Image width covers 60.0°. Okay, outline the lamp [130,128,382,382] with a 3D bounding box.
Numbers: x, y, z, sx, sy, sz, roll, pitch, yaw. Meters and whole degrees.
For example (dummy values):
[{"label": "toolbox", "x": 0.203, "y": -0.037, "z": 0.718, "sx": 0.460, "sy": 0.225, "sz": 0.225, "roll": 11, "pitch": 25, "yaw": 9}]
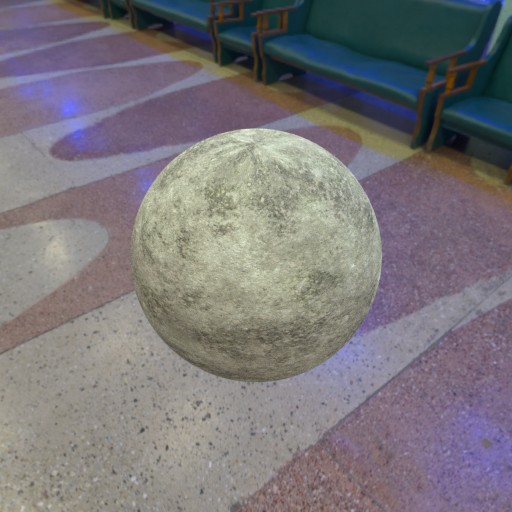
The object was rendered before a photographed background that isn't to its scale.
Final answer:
[{"label": "lamp", "x": 0.000, "y": 0.000, "z": 0.773, "sx": 0.422, "sy": 0.429, "sz": 0.422, "roll": 0, "pitch": 42, "yaw": 0}]
